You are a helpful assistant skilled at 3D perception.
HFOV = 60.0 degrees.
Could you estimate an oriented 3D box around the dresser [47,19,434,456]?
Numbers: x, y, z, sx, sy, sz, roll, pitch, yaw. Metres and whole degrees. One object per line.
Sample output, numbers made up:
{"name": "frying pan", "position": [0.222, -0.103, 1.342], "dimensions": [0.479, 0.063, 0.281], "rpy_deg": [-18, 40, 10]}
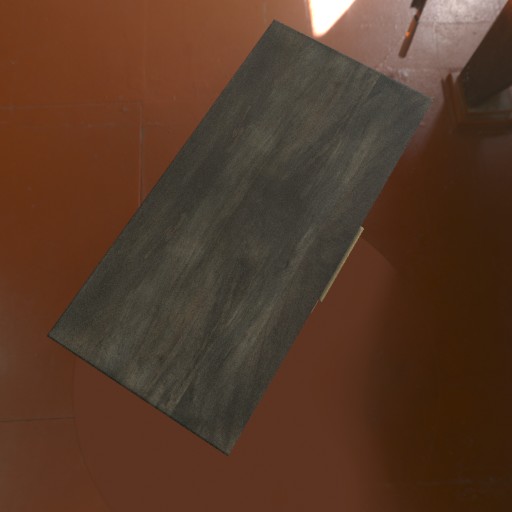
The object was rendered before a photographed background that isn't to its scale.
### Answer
{"name": "dresser", "position": [0.000, 0.000, 1.374], "dimensions": [0.453, 0.801, 0.923], "rpy_deg": [30, 77, 8]}
